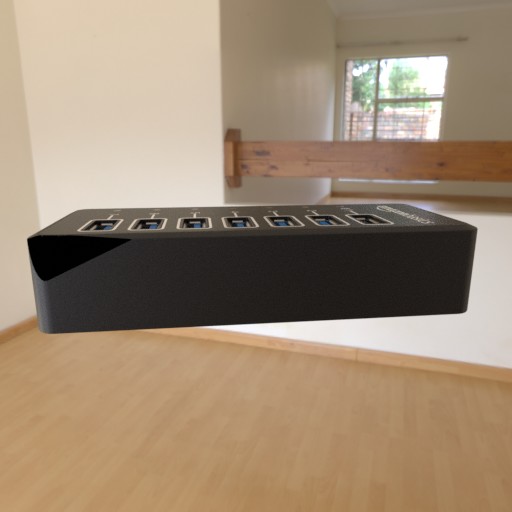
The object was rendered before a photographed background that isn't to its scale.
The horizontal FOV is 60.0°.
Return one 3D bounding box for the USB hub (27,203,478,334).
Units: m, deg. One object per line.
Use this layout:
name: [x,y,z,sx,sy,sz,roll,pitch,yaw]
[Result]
USB hub: [0.000,0.000,0.128,0.110,0.023,0.044,-2,15,-7]
